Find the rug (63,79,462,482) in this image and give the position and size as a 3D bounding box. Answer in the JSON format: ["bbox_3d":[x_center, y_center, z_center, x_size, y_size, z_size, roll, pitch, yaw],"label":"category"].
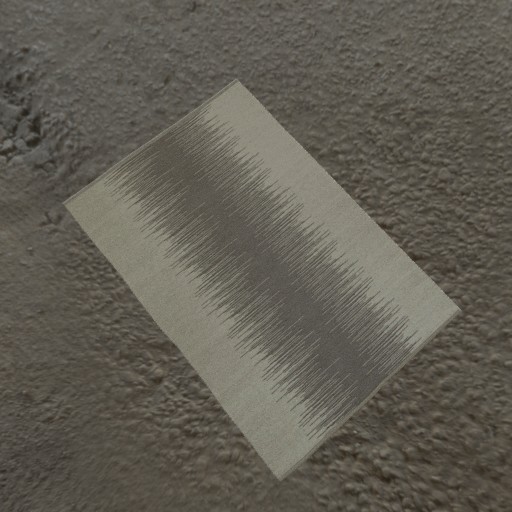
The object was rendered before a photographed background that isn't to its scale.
[{"bbox_3d":[0.000,0.000,2.331,1.226,0.007,1.815,-39,78,-10],"label":"rug"}]
